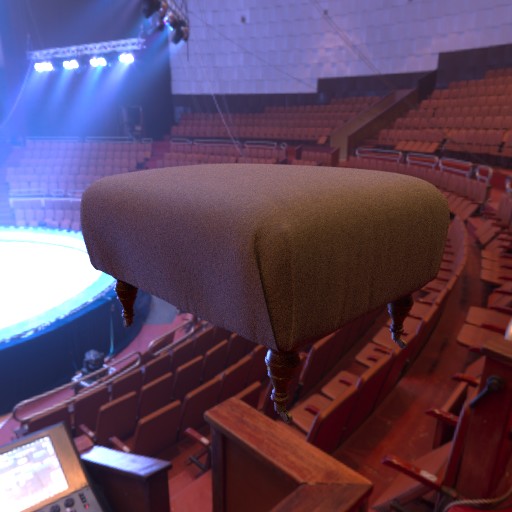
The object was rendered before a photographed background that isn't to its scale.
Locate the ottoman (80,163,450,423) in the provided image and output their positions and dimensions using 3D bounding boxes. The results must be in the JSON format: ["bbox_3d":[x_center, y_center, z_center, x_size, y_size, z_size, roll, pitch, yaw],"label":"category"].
[{"bbox_3d":[0.000,0.000,1.112,0.622,0.450,0.747,-14,20,-43],"label":"ottoman"}]
